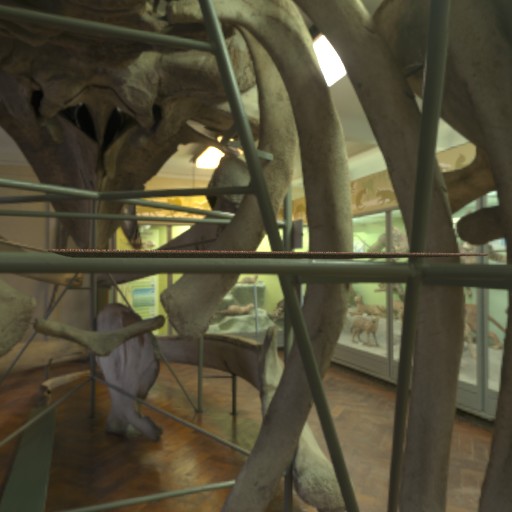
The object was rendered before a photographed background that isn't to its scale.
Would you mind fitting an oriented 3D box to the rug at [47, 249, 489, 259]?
[{"bbox_3d":[0.000,0.000,2.170,1.747,0.011,1.139,0,-1,-19],"label":"rug"}]
